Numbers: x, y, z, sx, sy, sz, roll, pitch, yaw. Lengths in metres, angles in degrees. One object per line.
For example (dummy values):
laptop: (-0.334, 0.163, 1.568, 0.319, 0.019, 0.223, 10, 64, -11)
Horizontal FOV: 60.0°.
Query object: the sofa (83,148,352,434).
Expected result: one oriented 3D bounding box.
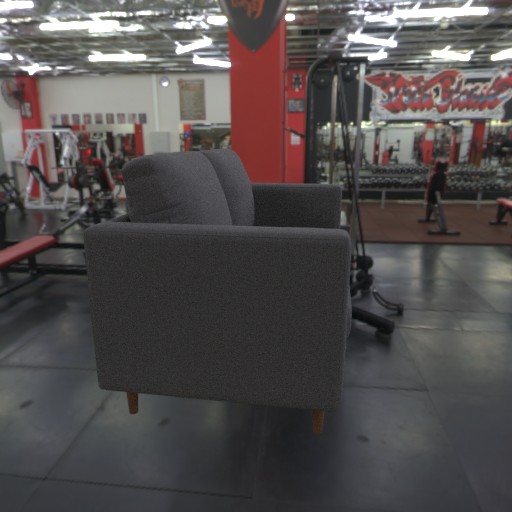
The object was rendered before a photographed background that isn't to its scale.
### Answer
sofa: (0.000, 0.000, 1.955, 0.796, 0.908, 1.430, 2, 15, 9)
